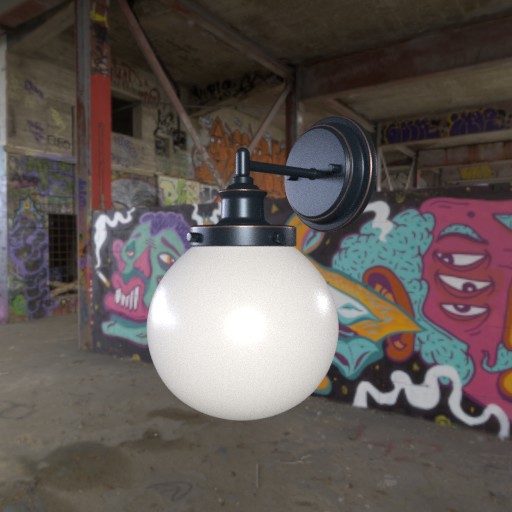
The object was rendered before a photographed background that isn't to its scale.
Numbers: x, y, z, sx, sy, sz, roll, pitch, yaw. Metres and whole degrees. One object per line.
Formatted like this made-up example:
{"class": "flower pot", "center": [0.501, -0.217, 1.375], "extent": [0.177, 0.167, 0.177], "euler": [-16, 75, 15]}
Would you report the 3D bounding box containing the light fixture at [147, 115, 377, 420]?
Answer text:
{"class": "light fixture", "center": [0.000, 0.000, 0.474], "extent": [0.230, 0.332, 0.197], "euler": [-1, 1, -36]}
